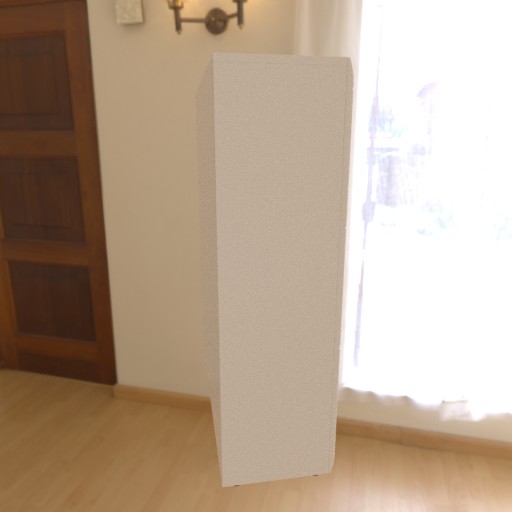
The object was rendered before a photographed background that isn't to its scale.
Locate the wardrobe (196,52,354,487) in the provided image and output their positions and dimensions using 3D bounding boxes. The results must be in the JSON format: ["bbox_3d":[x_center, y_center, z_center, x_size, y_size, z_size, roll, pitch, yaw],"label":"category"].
[{"bbox_3d":[0.000,0.000,1.616,0.360,1.200,0.900,-3,15,-10],"label":"wardrobe"}]
